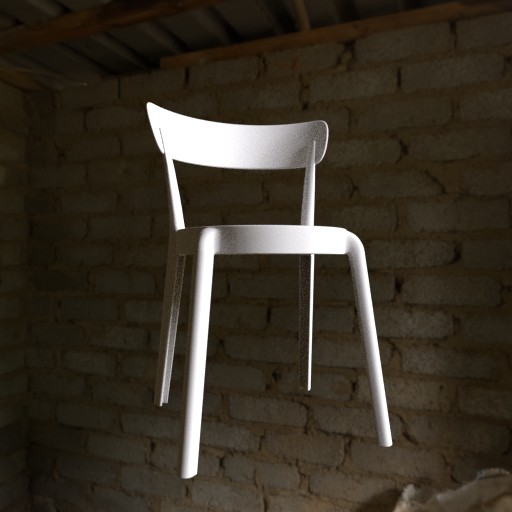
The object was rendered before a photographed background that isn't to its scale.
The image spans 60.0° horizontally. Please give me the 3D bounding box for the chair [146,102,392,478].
[{"bbox_3d":[0.000,0.000,1.084,0.506,0.790,0.491,0,0,-18],"label":"chair"}]
